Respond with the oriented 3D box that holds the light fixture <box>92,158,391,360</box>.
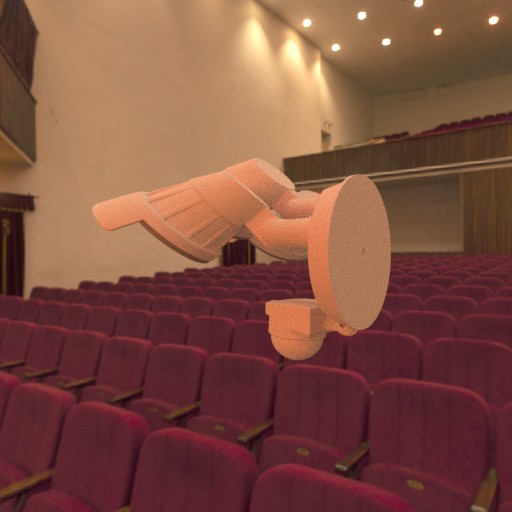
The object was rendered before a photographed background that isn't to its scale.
[{"bbox_3d":[0.000,0.000,0.543,0.278,0.237,0.369,0,0,36],"label":"light fixture"}]
